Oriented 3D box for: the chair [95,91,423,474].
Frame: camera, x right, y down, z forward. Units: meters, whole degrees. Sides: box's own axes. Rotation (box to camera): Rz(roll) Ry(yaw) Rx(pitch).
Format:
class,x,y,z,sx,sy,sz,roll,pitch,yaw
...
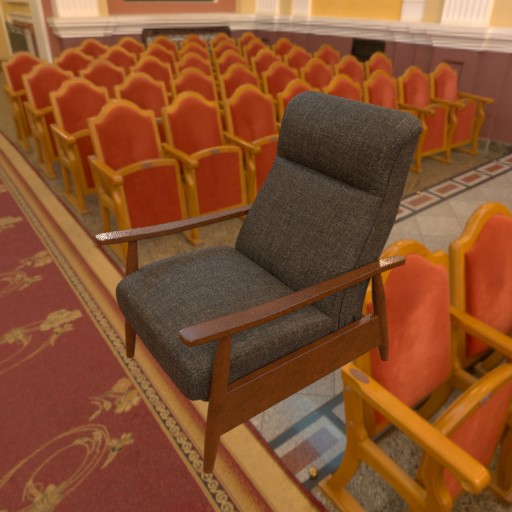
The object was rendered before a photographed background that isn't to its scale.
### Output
class,x,y,z,sx,sy,sz,roll,pitch,yaw
chair,0.000,0.000,1.758,1.014,1.082,0.762,-20,36,-30
